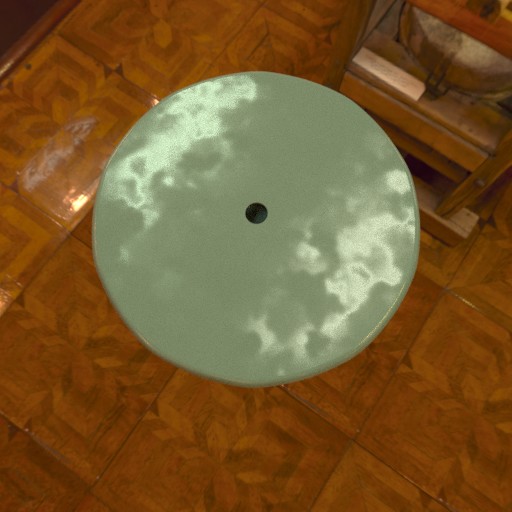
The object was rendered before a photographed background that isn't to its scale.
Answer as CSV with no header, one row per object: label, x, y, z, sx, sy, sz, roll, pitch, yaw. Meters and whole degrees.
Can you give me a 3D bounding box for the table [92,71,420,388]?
table,0.000,0.000,0.649,0.352,0.387,0.352,0,77,0
